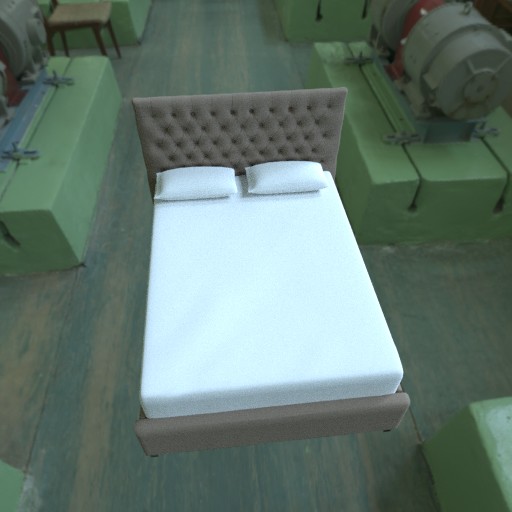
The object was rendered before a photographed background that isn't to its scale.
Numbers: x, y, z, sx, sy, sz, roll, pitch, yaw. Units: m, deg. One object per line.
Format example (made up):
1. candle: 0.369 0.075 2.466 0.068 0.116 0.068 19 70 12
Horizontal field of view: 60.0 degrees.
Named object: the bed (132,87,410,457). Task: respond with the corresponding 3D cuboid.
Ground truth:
1. bed: 0.000 0.000 3.220 1.696 1.426 2.233 -4 47 -4
